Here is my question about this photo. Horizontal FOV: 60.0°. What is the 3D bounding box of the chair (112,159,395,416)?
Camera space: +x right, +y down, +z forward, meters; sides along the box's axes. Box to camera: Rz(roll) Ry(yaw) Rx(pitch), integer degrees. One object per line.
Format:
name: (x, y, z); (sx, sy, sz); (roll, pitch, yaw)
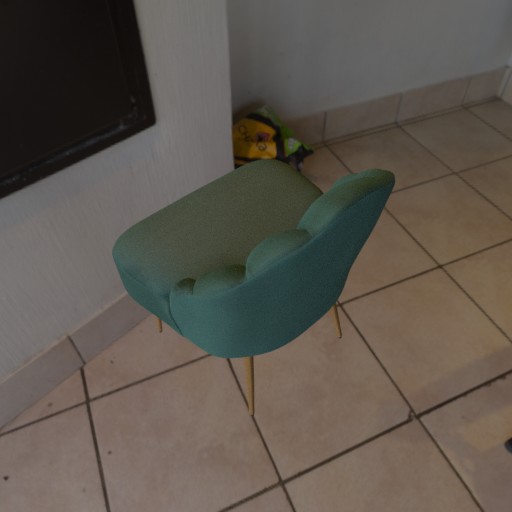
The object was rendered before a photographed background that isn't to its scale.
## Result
chair: (0.000, 0.000, 1.284); (0.657, 0.819, 0.599); (-34, 56, -27)
